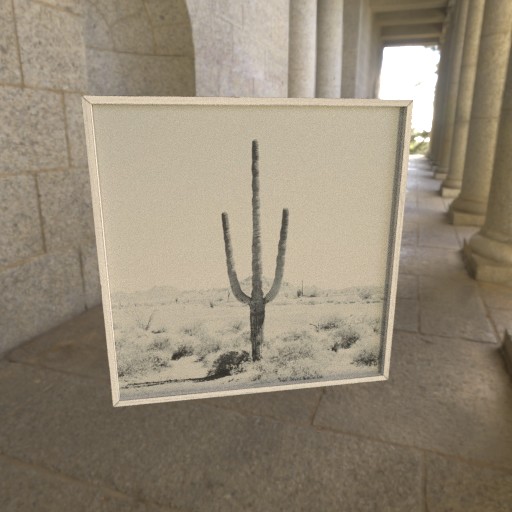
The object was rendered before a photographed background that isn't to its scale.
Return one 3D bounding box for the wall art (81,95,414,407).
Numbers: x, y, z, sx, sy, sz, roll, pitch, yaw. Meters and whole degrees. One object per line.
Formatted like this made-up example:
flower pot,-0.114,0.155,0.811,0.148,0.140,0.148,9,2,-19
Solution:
wall art,0.000,0.000,0.755,0.508,0.508,0.038,-3,16,-9
